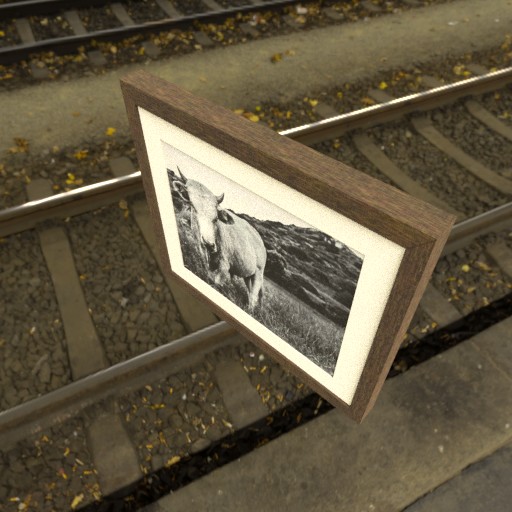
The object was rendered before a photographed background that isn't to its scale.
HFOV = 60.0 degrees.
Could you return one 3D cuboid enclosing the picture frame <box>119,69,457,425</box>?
[{"bbox_3d":[0.000,0.000,0.533,0.378,0.330,0.033,33,55,27],"label":"picture frame"}]
